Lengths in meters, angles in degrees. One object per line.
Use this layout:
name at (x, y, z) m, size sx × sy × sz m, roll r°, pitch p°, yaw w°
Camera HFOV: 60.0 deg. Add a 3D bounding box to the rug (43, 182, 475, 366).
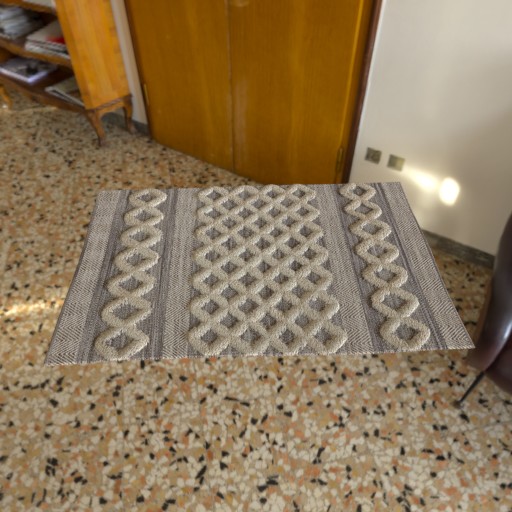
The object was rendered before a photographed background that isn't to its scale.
rug at (0.000, 0.000, 2.895) m, size 2.333 × 0.033 × 1.513 m, roll -2°, pitch 46°, yaw -2°
